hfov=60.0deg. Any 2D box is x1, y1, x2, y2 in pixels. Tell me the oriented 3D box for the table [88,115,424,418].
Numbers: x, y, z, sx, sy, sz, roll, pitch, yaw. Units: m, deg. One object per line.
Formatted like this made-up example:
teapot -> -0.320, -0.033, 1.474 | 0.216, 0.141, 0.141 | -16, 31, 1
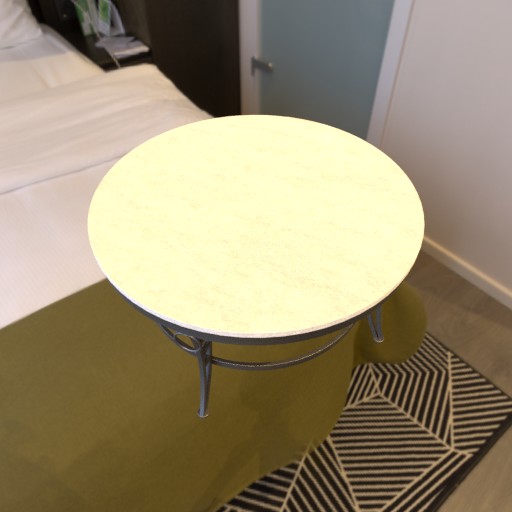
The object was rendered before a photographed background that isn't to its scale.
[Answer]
table -> 0.000, 0.000, 1.379 | 0.889, 0.470, 0.889 | 0, 46, 0
